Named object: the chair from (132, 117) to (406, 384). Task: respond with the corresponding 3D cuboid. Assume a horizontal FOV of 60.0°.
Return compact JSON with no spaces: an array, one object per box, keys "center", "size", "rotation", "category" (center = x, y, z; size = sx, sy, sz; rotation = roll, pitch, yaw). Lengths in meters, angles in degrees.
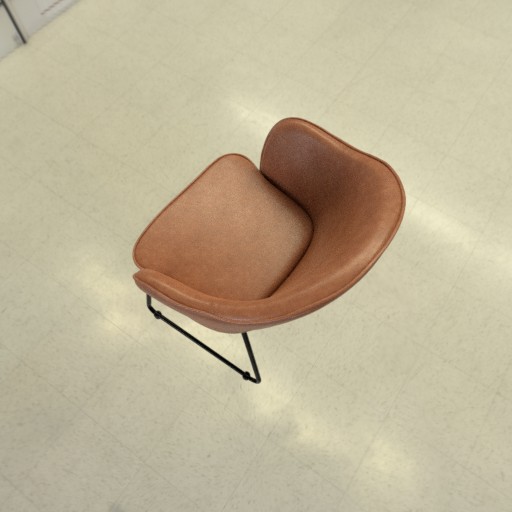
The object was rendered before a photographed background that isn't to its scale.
[{"center":[0.000,0.000,1.213],"size":[0.580,0.785,0.582],"rotation":[34,69,15],"category":"chair"}]
